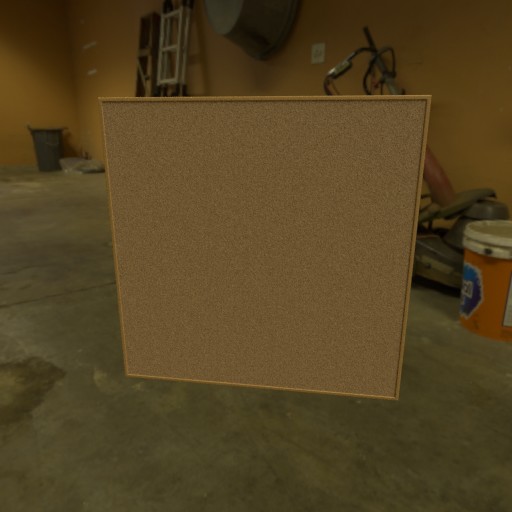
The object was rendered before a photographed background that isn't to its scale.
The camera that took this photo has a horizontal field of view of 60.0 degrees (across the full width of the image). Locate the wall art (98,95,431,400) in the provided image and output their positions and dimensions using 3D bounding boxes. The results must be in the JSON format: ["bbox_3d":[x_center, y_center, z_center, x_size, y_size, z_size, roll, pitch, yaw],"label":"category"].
[{"bbox_3d":[0.000,0.000,0.968,0.657,0.655,0.014,3,17,8],"label":"wall art"}]
